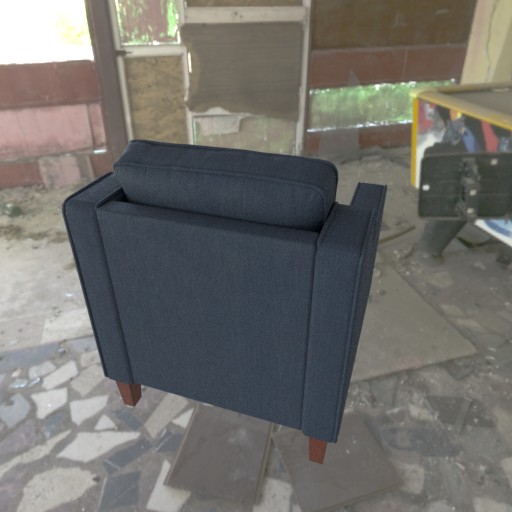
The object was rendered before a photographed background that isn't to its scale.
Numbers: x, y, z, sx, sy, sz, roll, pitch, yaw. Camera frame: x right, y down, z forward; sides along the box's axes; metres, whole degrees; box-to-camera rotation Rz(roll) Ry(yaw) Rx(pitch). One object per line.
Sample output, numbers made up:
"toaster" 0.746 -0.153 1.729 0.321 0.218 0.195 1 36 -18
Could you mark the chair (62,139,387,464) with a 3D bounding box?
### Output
"chair" 0.000 0.000 1.641 0.831 0.960 0.909 10 33 16
